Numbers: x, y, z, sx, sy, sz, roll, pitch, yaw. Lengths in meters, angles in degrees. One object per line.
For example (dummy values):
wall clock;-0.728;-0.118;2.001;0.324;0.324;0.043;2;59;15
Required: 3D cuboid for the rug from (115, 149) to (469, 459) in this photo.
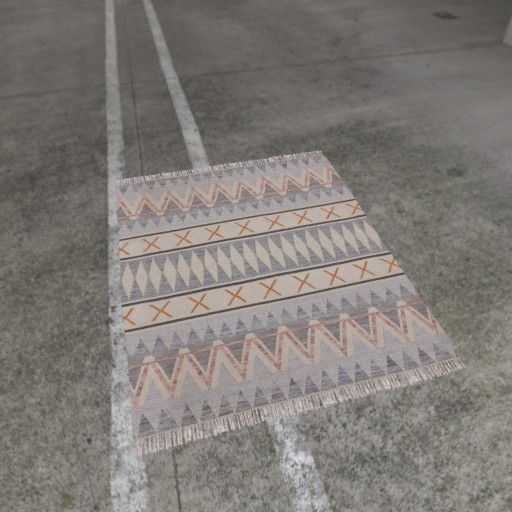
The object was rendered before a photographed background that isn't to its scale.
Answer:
rug;0.000;0.000;3.942;2.371;0.012;3.000;-11;46;-10
